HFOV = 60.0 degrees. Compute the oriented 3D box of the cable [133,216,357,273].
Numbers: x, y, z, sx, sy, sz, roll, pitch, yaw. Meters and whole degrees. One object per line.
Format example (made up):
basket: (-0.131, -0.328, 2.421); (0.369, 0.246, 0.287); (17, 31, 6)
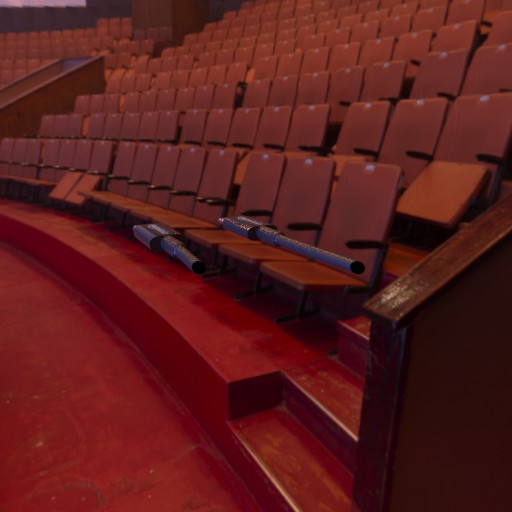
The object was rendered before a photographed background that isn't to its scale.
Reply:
cable: (0.000, 0.000, 0.110); (0.041, 0.005, 0.098); (-8, 17, -27)
